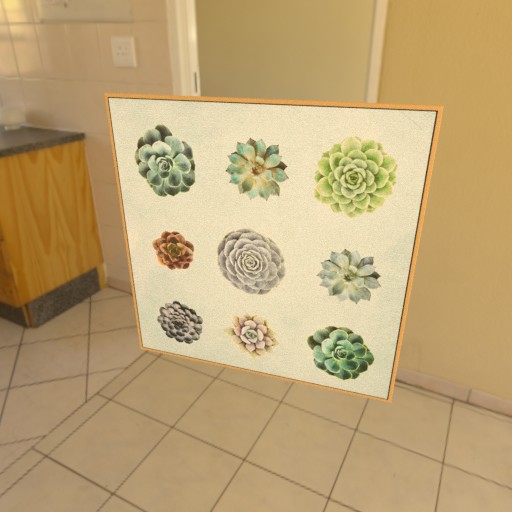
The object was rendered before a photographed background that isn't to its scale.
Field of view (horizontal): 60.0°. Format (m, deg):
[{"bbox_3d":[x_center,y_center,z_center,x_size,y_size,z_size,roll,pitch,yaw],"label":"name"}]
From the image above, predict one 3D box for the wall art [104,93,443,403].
[{"bbox_3d":[0.000,0.000,1.426,0.962,0.959,0.013,8,27,16],"label":"wall art"}]
